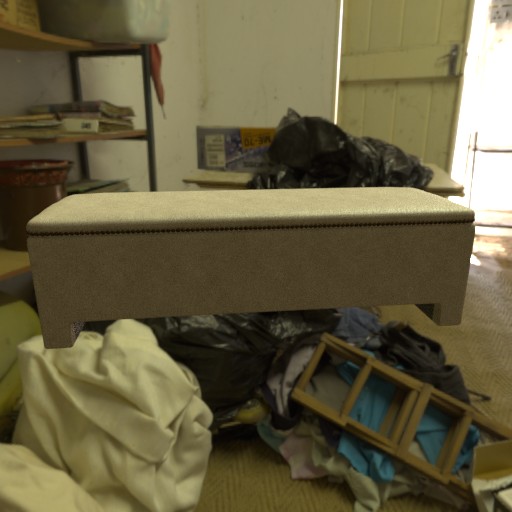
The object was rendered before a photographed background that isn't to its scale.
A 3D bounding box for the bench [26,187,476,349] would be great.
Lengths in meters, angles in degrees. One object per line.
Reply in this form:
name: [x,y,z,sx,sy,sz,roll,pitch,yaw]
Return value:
bench: [0.000,0.000,1.692,1.482,0.447,0.470,-2,18,-7]
